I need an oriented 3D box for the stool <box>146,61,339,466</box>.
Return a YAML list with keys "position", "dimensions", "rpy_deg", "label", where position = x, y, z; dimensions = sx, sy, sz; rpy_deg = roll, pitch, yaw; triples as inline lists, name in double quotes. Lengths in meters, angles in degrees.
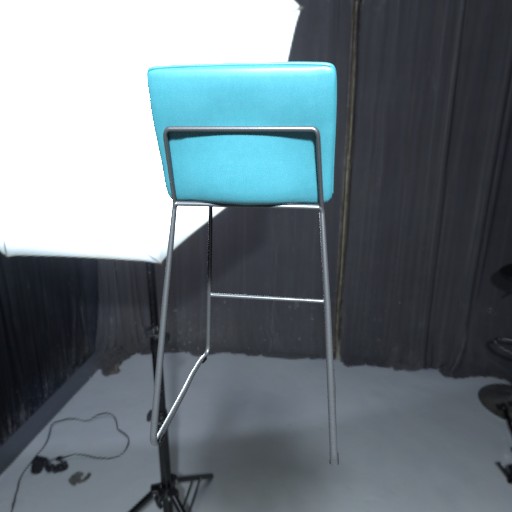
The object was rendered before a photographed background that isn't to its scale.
- position: [0.000, 0.000, 1.233]
  dimensions: [0.489, 0.936, 0.524]
  rpy_deg: [2, 16, 8]
  label: "stool"
